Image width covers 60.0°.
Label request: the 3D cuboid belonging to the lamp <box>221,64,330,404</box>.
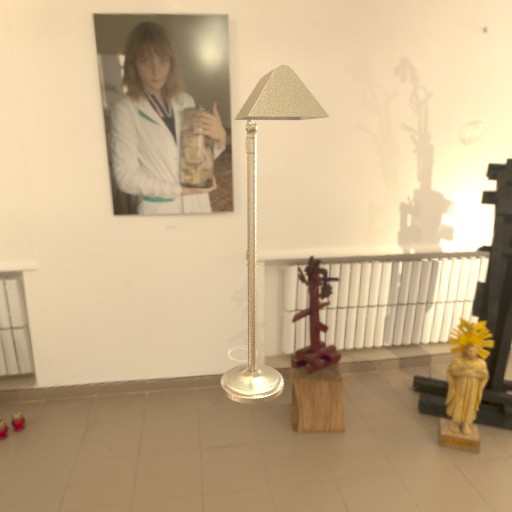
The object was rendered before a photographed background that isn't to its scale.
[{"bbox_3d":[0.000,0.000,0.964,0.159,0.708,0.546,-2,16,-9],"label":"lamp"}]
